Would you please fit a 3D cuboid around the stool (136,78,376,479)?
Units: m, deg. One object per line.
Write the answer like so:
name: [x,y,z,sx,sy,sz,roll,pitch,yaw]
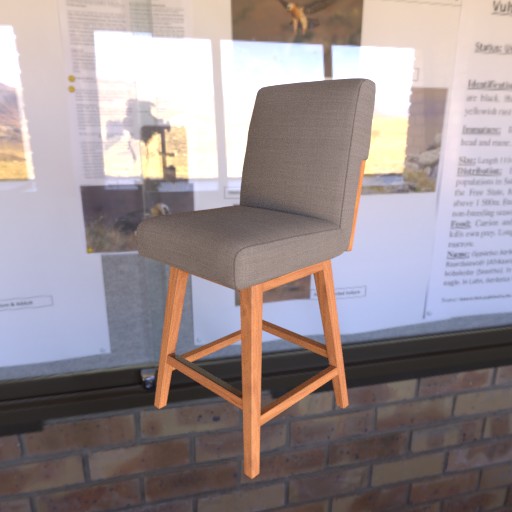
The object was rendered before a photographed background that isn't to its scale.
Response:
stool: [0.000,0.000,1.338,0.459,1.019,0.570,15,22,42]
